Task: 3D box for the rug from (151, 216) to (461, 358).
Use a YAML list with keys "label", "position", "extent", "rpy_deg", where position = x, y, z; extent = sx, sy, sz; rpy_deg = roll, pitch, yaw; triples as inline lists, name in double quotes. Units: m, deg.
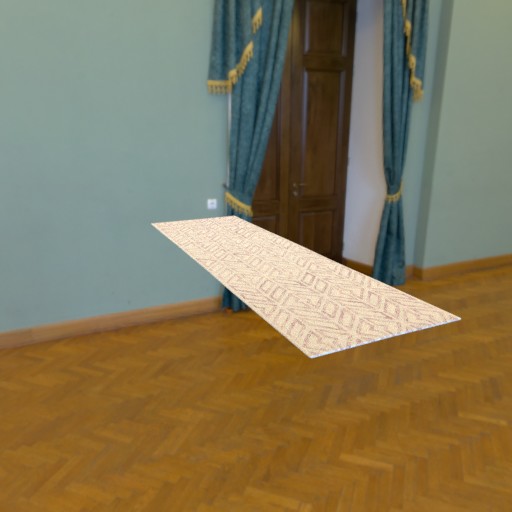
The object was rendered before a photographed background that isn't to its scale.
- label: "rug"
  position: [0.000, 0.000, 2.763]
  extent: [0.750, 0.009, 2.435]
  rpy_deg: [-8, 18, -25]
